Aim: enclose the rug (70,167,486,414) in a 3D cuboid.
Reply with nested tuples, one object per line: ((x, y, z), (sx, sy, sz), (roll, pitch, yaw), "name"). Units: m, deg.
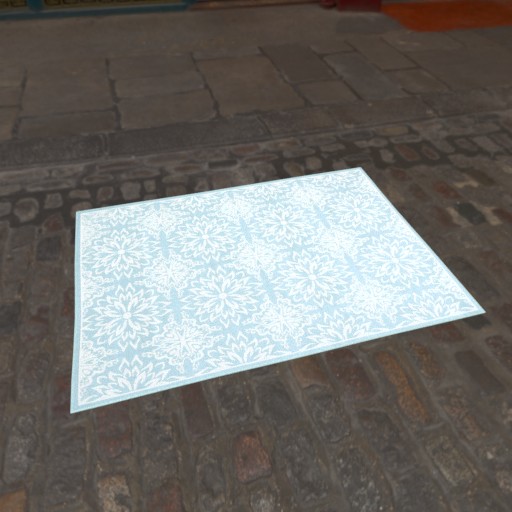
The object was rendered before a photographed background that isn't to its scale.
((0.000, 0.000, 2.803), (2.205, 0.014, 1.589), (-11, 44, -12), "rug")
